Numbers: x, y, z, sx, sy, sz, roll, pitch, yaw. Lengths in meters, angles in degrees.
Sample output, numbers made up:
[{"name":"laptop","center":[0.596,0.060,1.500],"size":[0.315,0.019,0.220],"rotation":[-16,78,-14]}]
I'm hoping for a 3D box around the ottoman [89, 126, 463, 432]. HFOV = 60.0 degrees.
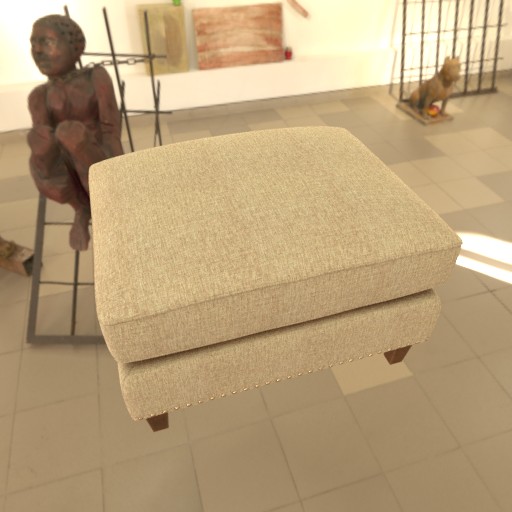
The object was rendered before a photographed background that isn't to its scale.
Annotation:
[{"name":"ottoman","center":[0.000,0.000,1.144],"size":[0.741,0.513,0.584],"rotation":[-12,43,-13]}]
